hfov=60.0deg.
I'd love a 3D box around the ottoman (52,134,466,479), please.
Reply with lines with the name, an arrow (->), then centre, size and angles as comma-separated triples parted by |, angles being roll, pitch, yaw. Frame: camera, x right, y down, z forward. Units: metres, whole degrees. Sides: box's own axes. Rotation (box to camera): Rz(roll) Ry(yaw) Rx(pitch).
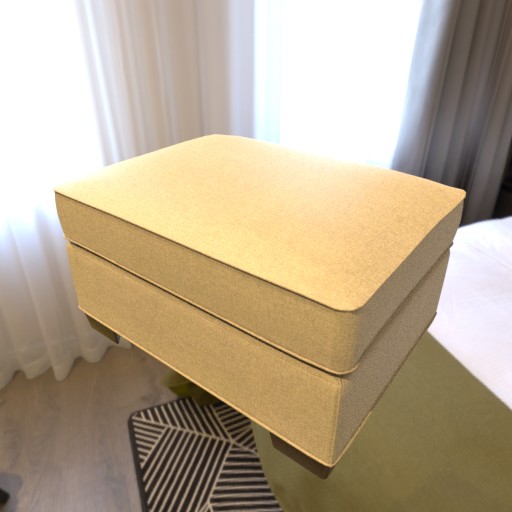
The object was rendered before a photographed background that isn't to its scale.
ottoman -> 0.000, 0.000, 1.182 | 0.843, 0.504, 0.619 | 21, 37, 32
